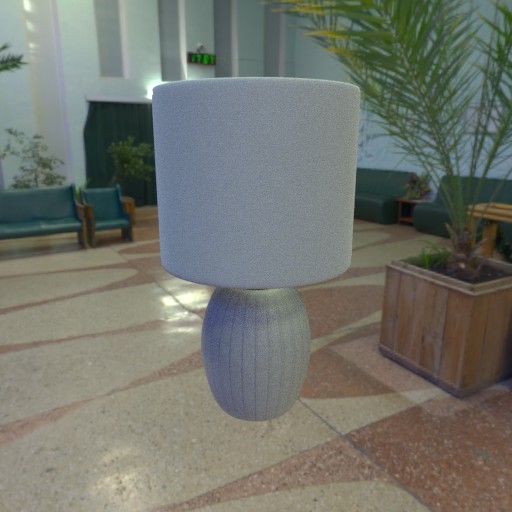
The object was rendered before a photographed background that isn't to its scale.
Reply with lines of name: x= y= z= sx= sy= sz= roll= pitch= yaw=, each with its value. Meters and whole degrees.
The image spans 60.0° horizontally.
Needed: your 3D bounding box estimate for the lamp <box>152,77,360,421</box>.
lamp: x=0.000 y=0.000 z=0.781 sx=0.328 sy=0.570 sz=0.328 roll=0 pitch=15 yaw=0
